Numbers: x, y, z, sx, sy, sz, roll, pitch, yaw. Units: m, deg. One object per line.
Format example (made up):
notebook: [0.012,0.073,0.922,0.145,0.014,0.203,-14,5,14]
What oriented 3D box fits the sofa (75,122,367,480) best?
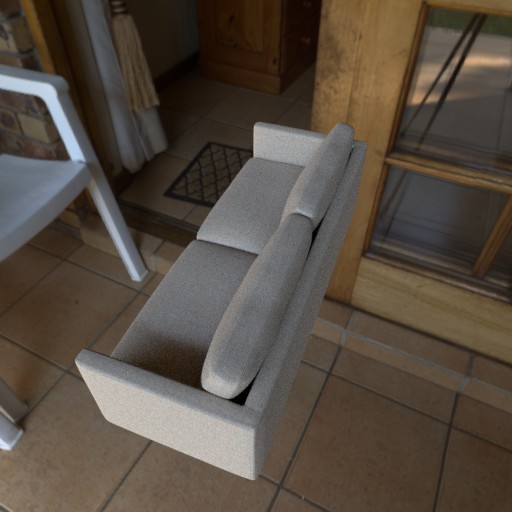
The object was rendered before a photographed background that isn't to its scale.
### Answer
sofa: [0.000,0.000,2.932,0.951,0.965,2.434,15,47,15]
